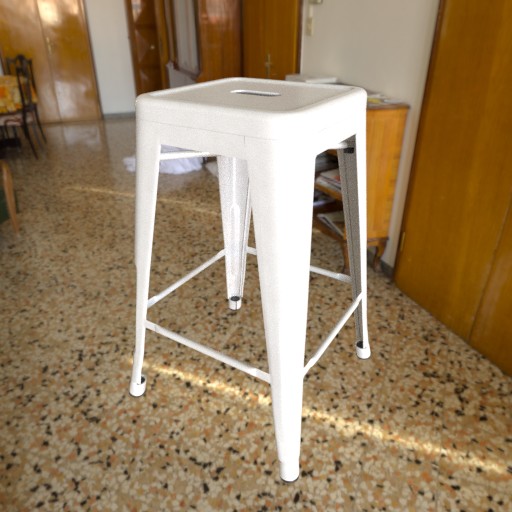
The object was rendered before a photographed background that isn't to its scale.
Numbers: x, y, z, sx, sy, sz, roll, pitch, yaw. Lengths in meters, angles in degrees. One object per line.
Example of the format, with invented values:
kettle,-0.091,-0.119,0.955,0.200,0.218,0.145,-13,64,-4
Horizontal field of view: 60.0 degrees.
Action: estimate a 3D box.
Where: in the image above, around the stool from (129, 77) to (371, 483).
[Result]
stool,0.000,0.000,0.864,0.406,0.610,0.406,17,33,28
